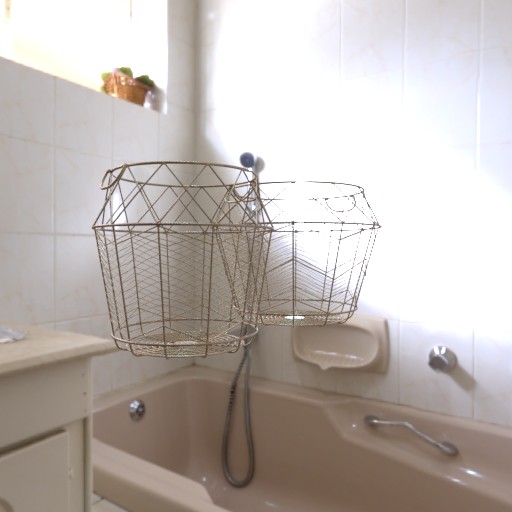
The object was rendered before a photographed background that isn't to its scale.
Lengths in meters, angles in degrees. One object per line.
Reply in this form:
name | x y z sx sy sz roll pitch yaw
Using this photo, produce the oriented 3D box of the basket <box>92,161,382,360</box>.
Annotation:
basket | 0.000 0.000 1.047 0.451 0.343 0.805 1 1 36
